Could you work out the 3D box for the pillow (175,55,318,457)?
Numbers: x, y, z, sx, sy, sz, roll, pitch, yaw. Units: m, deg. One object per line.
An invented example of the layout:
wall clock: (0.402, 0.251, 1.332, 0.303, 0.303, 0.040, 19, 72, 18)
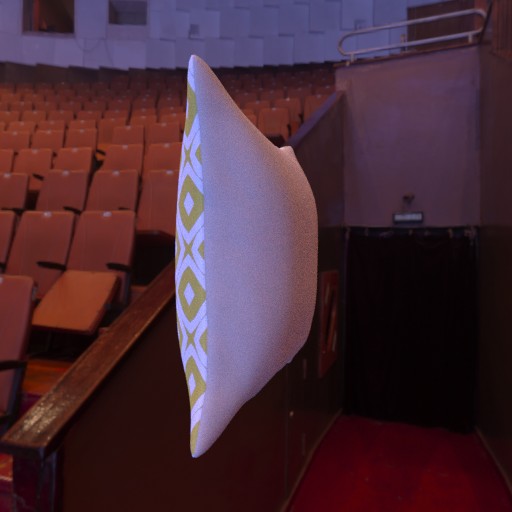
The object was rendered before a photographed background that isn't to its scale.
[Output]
pillow: (0.000, 0.000, 0.777, 0.188, 0.494, 0.504, 0, 1, 18)
